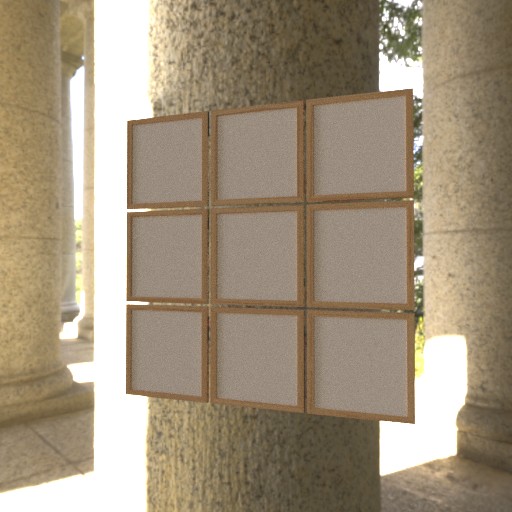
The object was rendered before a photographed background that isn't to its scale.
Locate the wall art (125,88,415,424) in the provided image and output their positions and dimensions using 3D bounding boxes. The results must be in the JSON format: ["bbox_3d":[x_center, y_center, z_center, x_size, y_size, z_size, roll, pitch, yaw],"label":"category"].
[{"bbox_3d":[0.000,0.000,1.344,0.904,0.913,0.013,0,-1,18],"label":"wall art"}]
